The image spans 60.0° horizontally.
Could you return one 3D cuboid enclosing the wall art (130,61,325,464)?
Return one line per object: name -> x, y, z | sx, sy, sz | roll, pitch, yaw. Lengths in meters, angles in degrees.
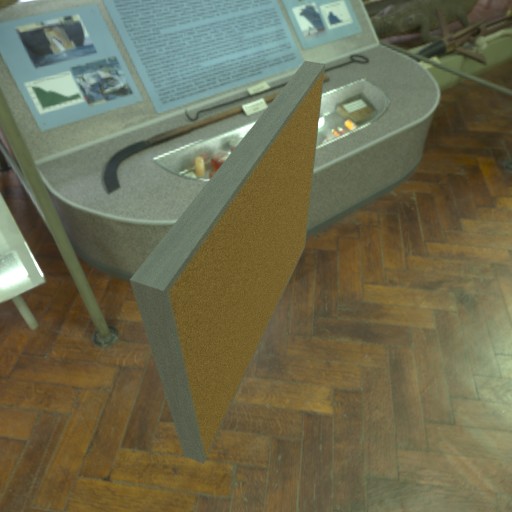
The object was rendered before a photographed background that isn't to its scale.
wall art -> 0.000, 0.000, 0.764 | 0.037, 0.450, 0.557 | 16, 48, 15
